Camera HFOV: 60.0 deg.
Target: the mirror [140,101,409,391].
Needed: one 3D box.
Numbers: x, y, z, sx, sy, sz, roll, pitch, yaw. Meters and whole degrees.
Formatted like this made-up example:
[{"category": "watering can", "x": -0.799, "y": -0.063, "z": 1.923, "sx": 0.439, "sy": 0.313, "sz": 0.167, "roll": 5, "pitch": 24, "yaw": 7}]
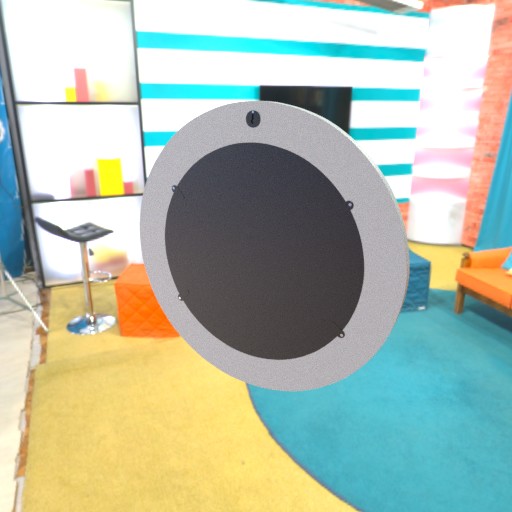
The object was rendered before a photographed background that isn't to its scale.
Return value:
[{"category": "mirror", "x": 0.000, "y": 0.000, "z": 1.384, "sx": 0.914, "sy": 0.914, "sz": 0.038, "roll": 9, "pitch": 20, "yaw": 27}]
